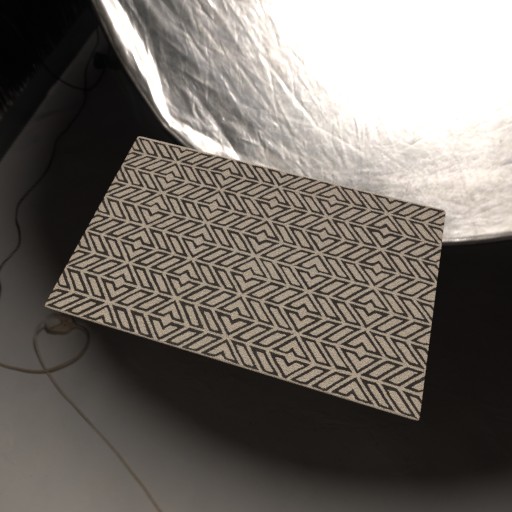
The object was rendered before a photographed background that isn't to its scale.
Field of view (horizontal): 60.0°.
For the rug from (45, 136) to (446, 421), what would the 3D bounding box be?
[{"bbox_3d":[0.000,0.000,3.066,2.438,0.008,1.523,15,64,8],"label":"rug"}]
